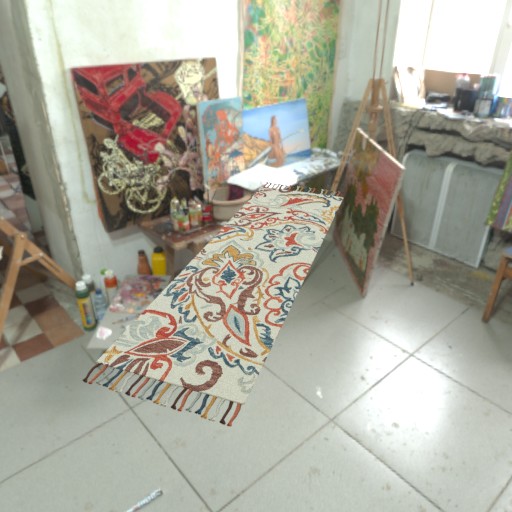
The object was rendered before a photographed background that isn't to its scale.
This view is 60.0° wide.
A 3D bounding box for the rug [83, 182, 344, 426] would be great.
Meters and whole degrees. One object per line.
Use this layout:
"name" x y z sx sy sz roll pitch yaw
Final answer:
"rug" 0.000 0.000 3.011 0.763 0.015 2.682 10 32 17
